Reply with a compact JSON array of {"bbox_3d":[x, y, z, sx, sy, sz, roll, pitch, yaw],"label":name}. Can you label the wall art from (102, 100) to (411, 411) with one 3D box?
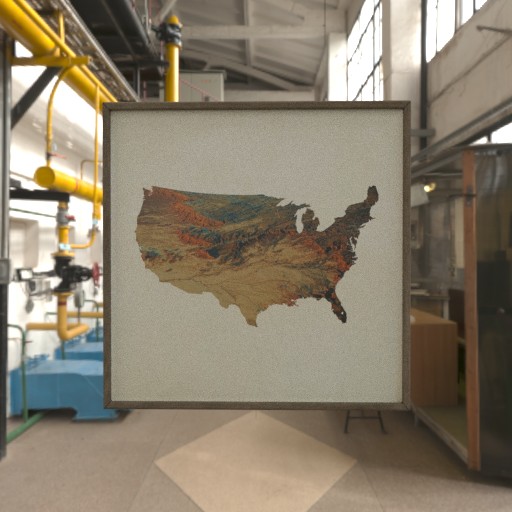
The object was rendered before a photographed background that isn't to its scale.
[{"bbox_3d":[0.000,0.000,1.102,0.749,0.751,0.050,0,1,1],"label":"wall art"}]
